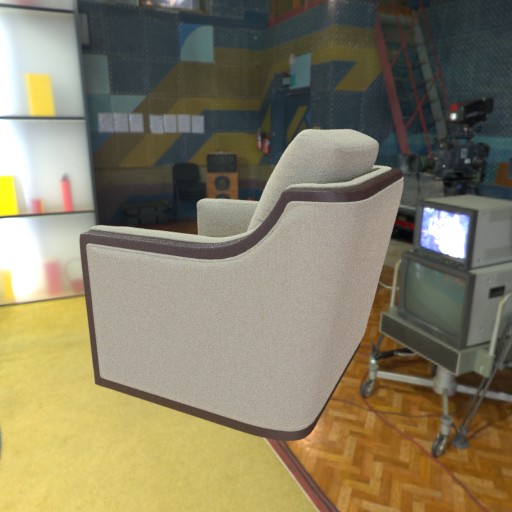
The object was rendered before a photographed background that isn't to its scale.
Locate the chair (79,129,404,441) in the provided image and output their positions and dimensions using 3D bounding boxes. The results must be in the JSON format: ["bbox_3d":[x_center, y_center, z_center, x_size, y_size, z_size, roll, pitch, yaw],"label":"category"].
[{"bbox_3d":[0.000,0.000,1.690,0.950,0.930,0.870,8,18,25],"label":"chair"}]
